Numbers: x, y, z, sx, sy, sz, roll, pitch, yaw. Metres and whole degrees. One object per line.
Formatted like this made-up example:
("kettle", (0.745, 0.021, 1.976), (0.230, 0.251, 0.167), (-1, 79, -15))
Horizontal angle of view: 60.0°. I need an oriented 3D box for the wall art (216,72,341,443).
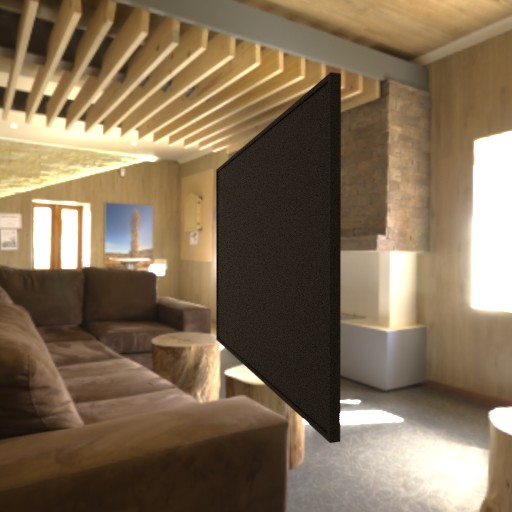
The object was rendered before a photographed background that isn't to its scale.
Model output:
("wall art", (0.000, 0.000, 1.533), (0.028, 0.805, 1.190), (0, 1, -17))
